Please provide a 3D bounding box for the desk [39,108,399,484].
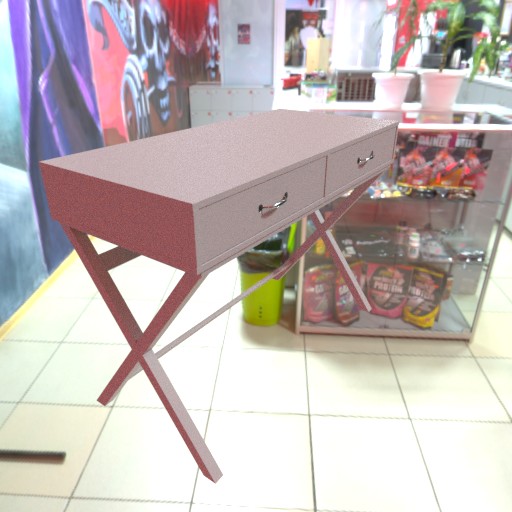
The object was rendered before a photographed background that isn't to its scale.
[{"bbox_3d":[0.000,0.000,1.485,0.525,0.780,1.057,18,32,32],"label":"desk"}]
